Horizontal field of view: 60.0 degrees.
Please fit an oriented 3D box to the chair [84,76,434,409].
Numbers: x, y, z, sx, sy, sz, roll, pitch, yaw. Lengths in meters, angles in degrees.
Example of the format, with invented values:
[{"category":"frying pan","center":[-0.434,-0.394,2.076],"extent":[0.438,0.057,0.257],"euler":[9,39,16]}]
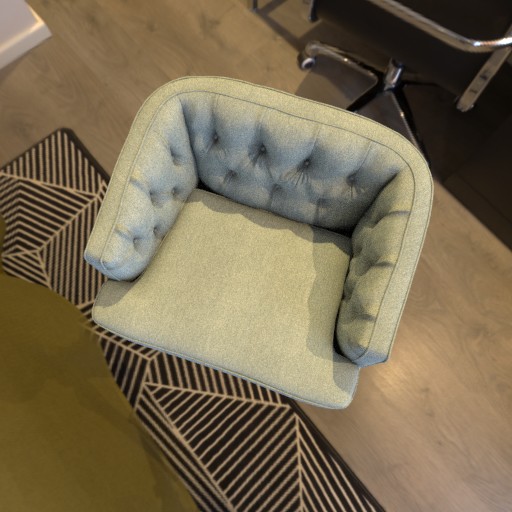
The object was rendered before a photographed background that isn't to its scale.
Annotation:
[{"category":"chair","center":[0.000,0.000,1.774],"extent":[1.094,0.852,0.945],"euler":[18,76,5]}]
